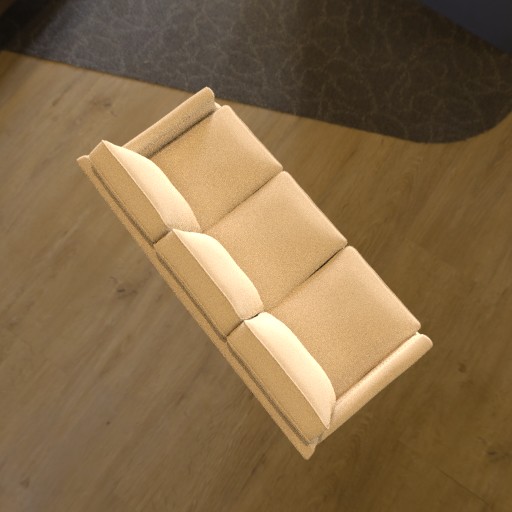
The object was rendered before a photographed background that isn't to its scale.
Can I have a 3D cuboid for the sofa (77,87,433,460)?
[{"bbox_3d":[0.000,0.000,2.896,1.084,1.003,2.246,-38,80,-8],"label":"sofa"}]
